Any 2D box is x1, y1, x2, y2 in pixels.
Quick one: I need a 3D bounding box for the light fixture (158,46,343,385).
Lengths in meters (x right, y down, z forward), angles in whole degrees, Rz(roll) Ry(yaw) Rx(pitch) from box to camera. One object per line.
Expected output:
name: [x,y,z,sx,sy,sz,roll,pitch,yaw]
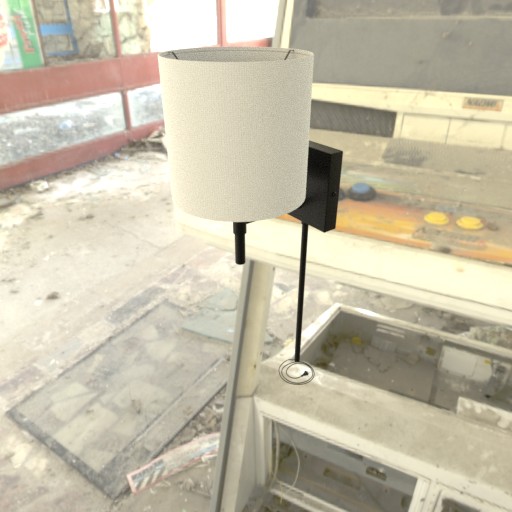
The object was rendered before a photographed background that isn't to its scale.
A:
light fixture: [0.000,0.000,0.701,0.248,0.589,0.188,-20,36,-31]
